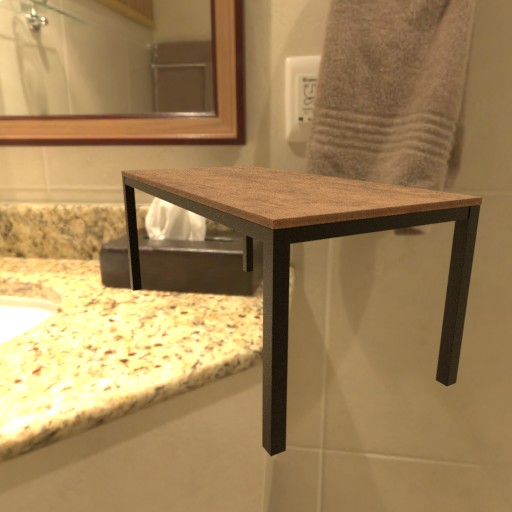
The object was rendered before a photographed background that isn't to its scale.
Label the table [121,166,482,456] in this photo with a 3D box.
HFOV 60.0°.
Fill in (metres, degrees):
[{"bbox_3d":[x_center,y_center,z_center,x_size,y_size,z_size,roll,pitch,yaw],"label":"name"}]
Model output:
[{"bbox_3d":[0.000,0.000,2.276,0.893,0.767,1.805,-8,18,-28],"label":"table"}]
